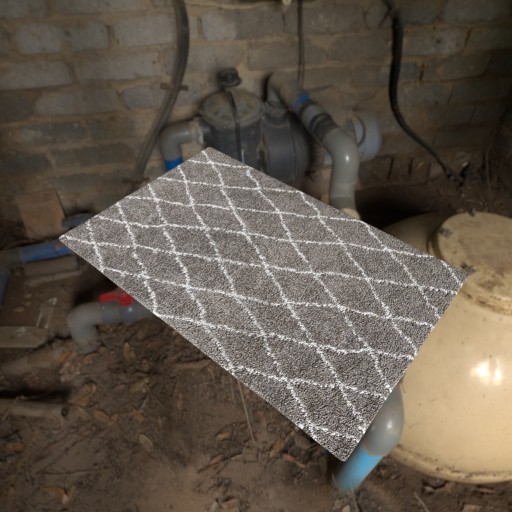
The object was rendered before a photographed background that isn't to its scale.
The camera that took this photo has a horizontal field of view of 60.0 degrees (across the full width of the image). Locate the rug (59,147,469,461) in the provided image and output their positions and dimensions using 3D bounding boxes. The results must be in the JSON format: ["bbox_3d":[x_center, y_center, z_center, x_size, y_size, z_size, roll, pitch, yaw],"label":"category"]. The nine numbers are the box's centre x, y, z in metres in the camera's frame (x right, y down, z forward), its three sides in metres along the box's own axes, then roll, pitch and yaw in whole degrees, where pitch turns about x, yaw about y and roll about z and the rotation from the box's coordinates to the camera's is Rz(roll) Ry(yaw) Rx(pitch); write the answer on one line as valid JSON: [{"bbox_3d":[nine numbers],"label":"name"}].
[{"bbox_3d":[0.000,0.000,3.494,2.743,0.030,1.778,31,54,26],"label":"rug"}]
